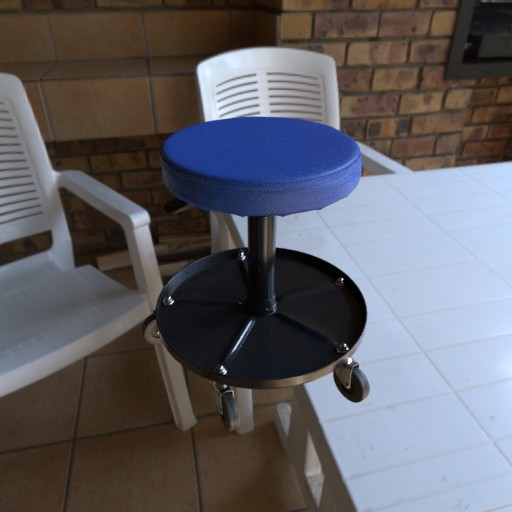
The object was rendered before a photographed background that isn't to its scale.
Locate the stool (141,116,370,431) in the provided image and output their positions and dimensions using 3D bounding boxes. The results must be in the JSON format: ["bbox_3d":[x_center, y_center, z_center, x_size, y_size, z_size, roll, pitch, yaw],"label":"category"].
[{"bbox_3d":[0.000,0.000,0.696,0.382,0.365,0.381,-10,34,-16],"label":"stool"}]
